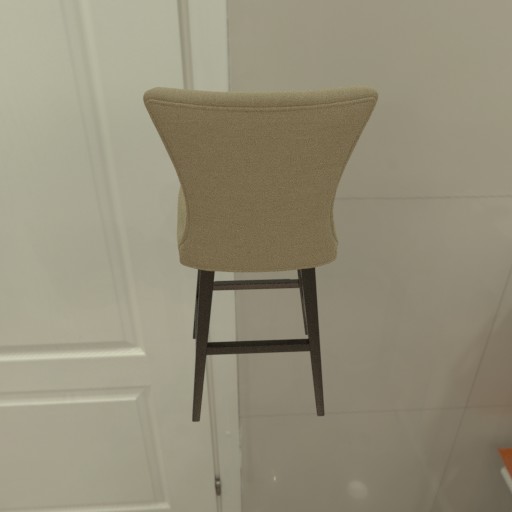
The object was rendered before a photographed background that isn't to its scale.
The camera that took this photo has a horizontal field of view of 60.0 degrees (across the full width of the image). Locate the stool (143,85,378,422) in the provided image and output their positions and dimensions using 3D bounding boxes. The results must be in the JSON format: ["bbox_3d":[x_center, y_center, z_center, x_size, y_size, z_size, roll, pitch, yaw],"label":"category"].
[{"bbox_3d":[0.000,0.000,1.414,0.514,1.086,0.574,-2,29,-3],"label":"stool"}]
